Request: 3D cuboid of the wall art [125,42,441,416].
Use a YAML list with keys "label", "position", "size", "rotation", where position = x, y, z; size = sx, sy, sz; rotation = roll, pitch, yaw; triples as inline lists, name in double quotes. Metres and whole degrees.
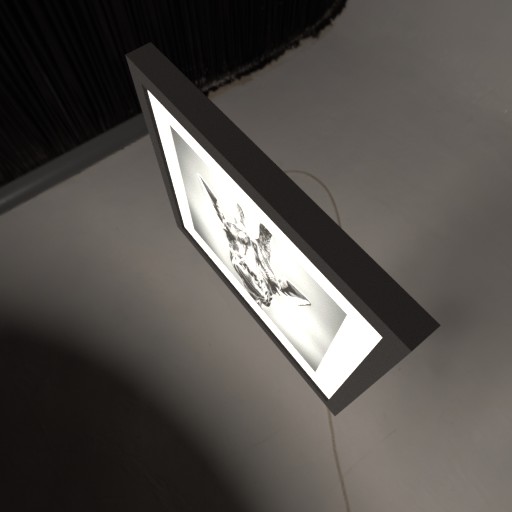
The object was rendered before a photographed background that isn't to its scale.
- label: "wall art"
  position: [0.000, 0.000, 0.523]
  size: [0.031, 0.330, 0.381]
  rotation: [-35, 68, -16]
